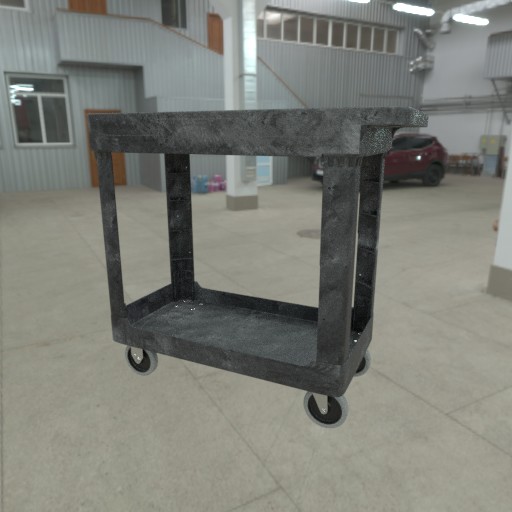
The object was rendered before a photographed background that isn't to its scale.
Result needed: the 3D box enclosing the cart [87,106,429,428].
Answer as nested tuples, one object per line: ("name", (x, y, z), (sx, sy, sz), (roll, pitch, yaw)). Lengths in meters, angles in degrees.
("cart", (0.000, 0.000, 1.348), (0.877, 0.824, 0.420), (7, 17, 25))
